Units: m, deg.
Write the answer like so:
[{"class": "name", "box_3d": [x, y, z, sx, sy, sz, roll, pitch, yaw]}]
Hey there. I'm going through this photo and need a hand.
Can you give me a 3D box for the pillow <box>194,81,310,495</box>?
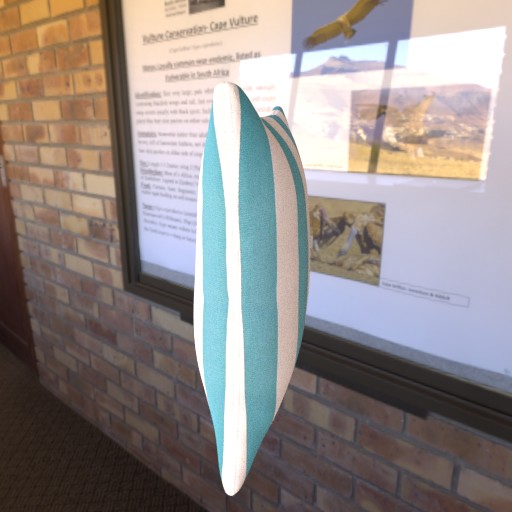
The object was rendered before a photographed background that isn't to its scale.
[{"class": "pillow", "box_3d": [0.000, 0.000, 0.778, 0.189, 0.526, 0.536, 2, 16, 8]}]
